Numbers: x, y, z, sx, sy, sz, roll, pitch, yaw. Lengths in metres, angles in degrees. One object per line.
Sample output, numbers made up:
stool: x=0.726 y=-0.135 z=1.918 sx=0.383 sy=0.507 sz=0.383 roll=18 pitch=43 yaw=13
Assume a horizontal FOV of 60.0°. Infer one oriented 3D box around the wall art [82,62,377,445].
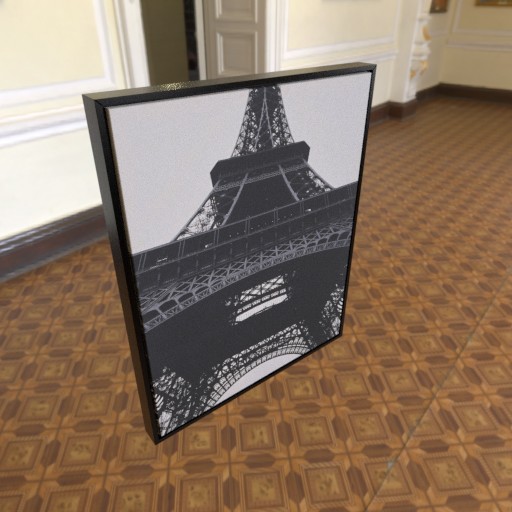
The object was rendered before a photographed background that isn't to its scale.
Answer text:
wall art: x=0.000 y=0.000 z=0.729 sx=0.451 sy=0.553 sz=0.039 roll=-21 pitch=37 yaw=-32
